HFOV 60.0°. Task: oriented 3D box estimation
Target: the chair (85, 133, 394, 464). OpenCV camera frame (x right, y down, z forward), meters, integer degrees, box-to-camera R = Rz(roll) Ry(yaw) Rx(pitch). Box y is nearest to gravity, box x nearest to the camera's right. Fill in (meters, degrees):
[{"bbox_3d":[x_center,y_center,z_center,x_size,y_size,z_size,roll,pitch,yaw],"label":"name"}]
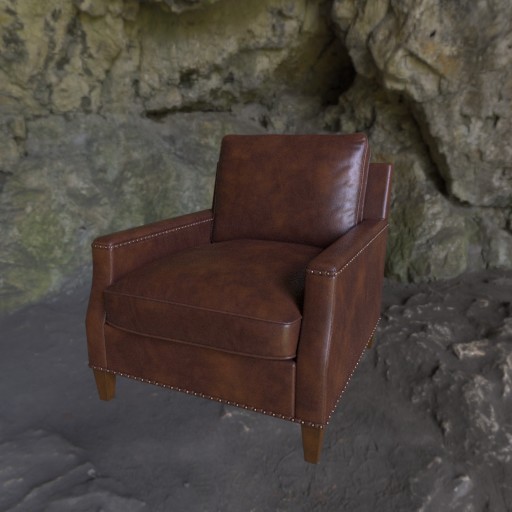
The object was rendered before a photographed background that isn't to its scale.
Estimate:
[{"bbox_3d":[0.000,0.000,1.706,0.853,0.929,1.014,6,15,24],"label":"chair"}]
